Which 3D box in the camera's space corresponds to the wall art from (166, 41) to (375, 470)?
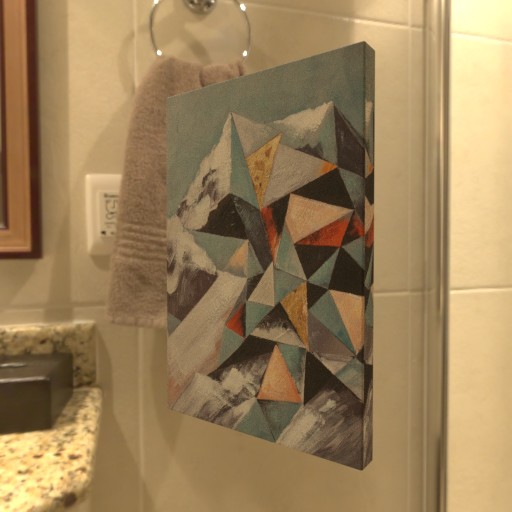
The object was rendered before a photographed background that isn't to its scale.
[{"bbox_3d":[0.000,0.000,1.140,0.609,0.911,0.061,1,2,37],"label":"wall art"}]
